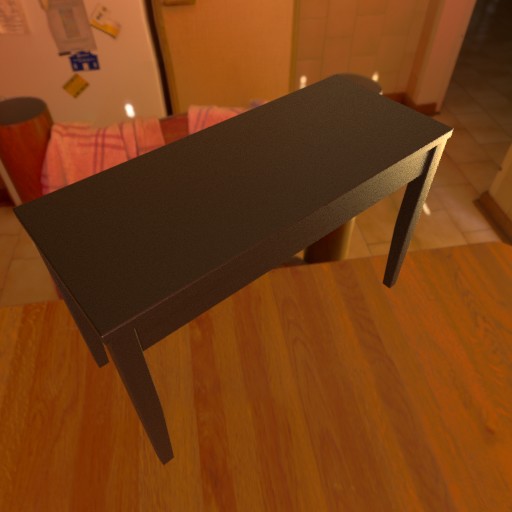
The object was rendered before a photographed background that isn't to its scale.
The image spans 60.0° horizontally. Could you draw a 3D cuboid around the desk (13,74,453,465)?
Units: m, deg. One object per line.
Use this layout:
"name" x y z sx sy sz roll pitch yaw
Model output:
"desk" 0.000 0.000 1.560 1.220 0.775 0.508 -31 54 -26
